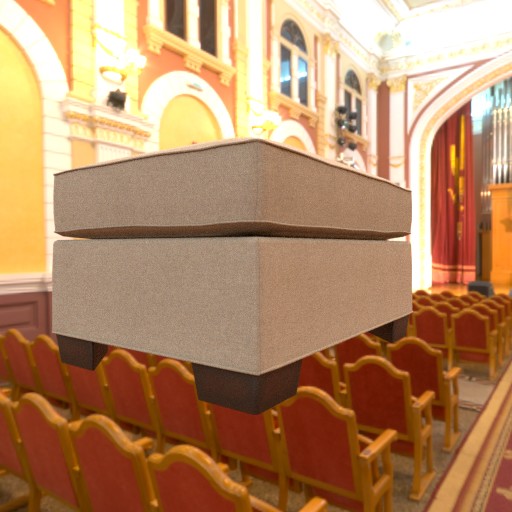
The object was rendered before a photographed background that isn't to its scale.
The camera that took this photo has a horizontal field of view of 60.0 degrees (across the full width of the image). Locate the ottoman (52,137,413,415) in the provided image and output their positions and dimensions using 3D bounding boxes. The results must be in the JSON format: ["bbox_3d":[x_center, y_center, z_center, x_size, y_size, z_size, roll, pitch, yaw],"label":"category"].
[{"bbox_3d":[0.000,0.000,1.215,0.617,0.503,0.846,1,2,36],"label":"ottoman"}]
